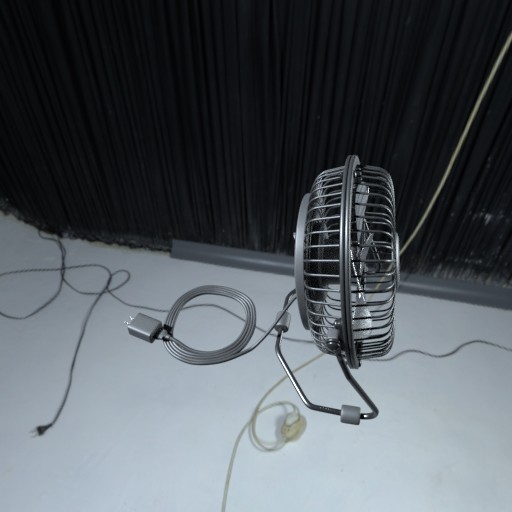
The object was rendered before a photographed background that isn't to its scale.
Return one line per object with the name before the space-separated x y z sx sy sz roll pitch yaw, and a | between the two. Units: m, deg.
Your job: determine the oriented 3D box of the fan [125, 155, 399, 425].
fan | 0.000 0.000 0.308 0.202 0.152 0.153 9 46 8
